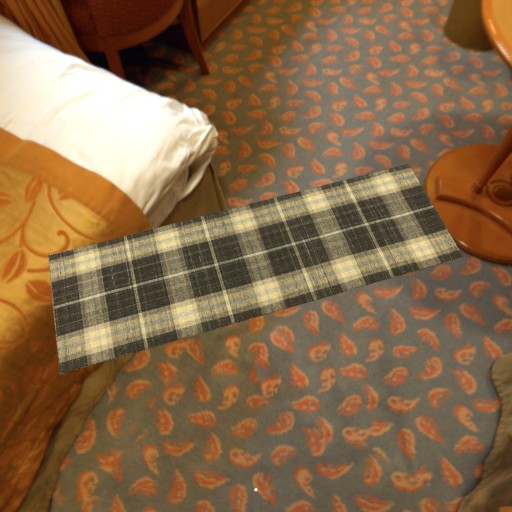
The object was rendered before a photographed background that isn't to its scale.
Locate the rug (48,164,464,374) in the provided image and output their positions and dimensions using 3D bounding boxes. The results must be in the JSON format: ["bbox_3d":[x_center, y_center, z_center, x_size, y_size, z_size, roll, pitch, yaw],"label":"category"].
[{"bbox_3d":[0.000,0.000,2.712,2.434,0.012,0.760,-15,63,-8],"label":"rug"}]
